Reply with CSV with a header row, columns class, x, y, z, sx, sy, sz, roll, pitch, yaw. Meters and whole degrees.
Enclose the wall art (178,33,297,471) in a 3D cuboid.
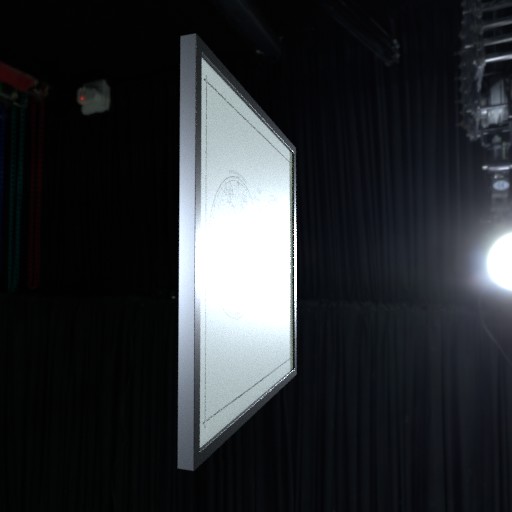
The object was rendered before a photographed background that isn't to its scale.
class,x,y,z,sx,sy,sz,roll,pitch,yaw
wall art,0.000,0.000,1.154,0.031,0.775,0.773,-1,-2,18
